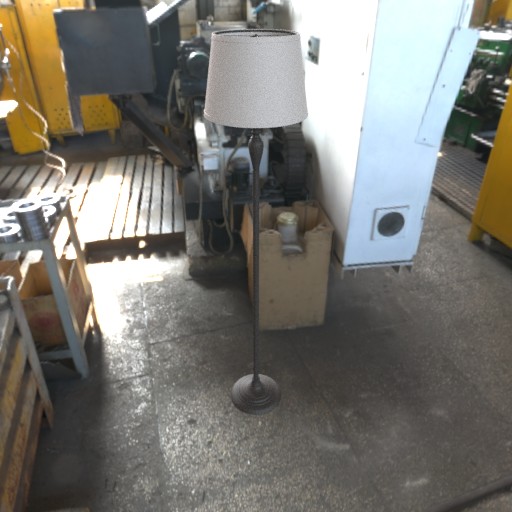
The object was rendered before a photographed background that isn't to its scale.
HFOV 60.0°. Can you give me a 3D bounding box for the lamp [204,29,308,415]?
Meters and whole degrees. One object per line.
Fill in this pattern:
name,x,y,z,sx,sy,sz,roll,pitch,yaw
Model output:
lamp,0.000,0.000,1.668,0.327,1.506,0.327,22,38,31
